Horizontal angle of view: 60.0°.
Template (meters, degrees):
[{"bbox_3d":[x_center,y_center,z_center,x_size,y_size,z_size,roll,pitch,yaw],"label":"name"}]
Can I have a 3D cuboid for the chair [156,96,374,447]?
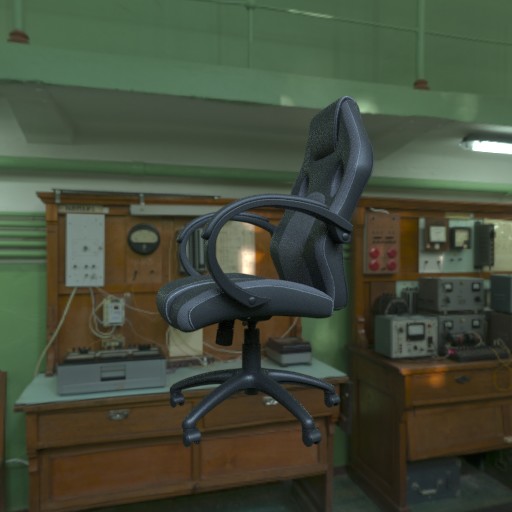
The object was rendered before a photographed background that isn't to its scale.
[{"bbox_3d":[0.000,0.000,1.657,0.724,1.187,0.673,0,1,-17],"label":"chair"}]
